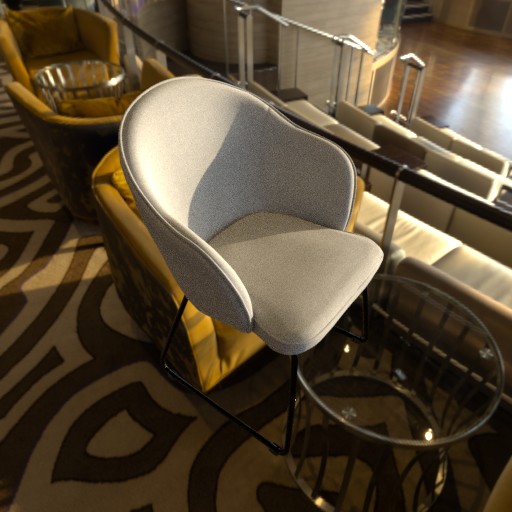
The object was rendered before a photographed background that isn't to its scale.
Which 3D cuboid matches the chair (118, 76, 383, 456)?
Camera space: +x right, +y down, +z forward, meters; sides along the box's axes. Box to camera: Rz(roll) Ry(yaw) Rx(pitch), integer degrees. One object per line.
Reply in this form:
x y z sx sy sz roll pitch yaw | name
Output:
0.000 0.000 1.208 0.592 0.817 0.570 25 46 27 | chair
